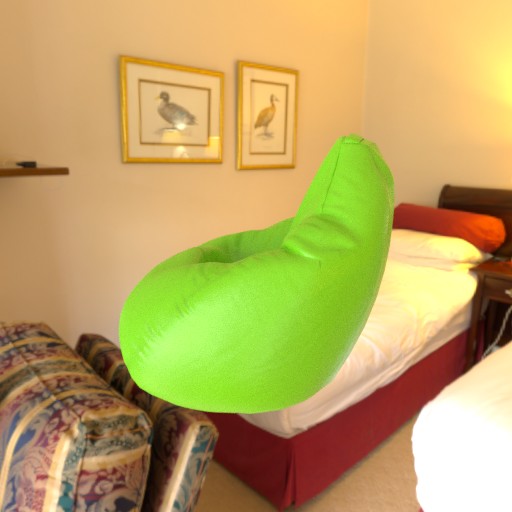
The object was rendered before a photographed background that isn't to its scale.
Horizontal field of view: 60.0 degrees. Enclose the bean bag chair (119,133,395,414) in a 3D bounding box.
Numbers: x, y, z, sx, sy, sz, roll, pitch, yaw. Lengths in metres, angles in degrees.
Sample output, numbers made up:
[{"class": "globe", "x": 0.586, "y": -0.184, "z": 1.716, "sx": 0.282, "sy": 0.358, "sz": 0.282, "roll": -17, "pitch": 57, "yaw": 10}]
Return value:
[{"class": "bean bag chair", "x": 0.000, "y": 0.000, "z": 1.861, "sx": 1.070, "sy": 0.990, "sz": 1.070, "roll": 2, "pitch": 14, "yaw": 10}]
